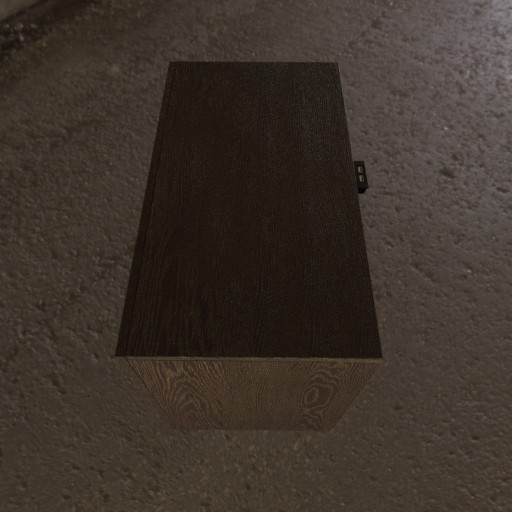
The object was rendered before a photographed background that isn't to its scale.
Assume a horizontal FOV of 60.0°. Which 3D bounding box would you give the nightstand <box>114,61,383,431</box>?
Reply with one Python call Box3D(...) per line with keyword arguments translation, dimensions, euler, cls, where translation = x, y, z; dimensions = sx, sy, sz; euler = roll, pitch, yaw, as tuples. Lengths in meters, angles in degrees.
Box3D(translation=(0.000, 0.000, 1.168), dimensions=(0.457, 0.612, 0.775), euler=(0, 57, 0), cls="nightstand")
